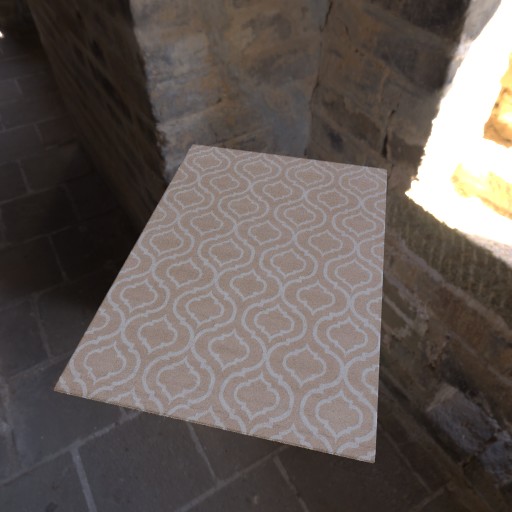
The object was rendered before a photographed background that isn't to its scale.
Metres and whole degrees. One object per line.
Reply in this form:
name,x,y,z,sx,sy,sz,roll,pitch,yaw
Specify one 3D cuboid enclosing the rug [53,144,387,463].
rug,0.000,0.000,2.718,1.524,0.010,2.134,9,48,9
